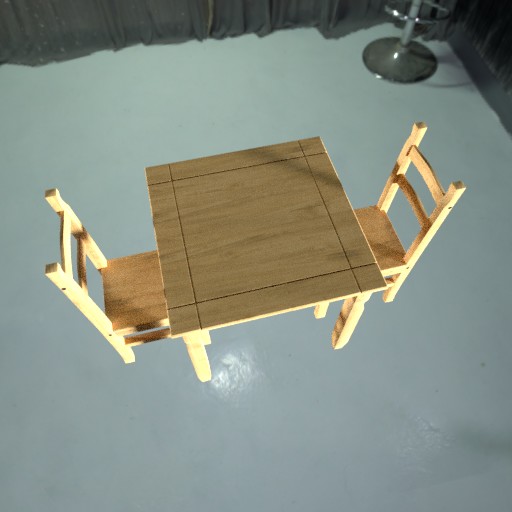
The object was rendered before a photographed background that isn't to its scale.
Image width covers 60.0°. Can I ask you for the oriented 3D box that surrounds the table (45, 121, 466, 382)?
[{"bbox_3d":[0.000,0.000,2.026,1.501,0.942,0.813,-12,59,-7],"label":"table"}]
